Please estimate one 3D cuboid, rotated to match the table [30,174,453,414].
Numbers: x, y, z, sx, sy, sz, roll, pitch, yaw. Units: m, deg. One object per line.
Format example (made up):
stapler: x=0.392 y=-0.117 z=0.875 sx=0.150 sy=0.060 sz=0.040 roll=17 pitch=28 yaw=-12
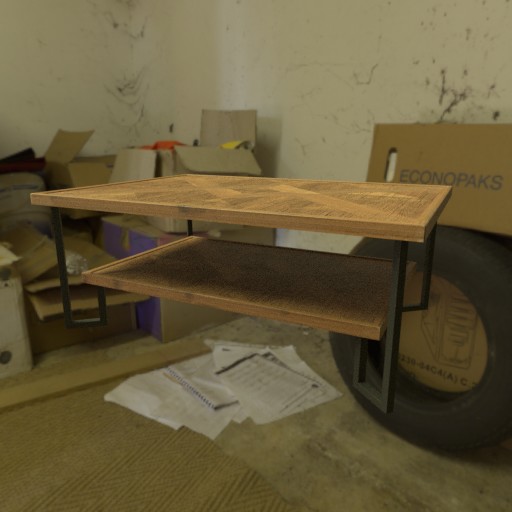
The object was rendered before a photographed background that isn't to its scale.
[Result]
table: x=0.000 y=0.000 z=1.642 sx=1.238 sy=0.492 sz=0.877 roll=7 pitch=17 yaw=26
